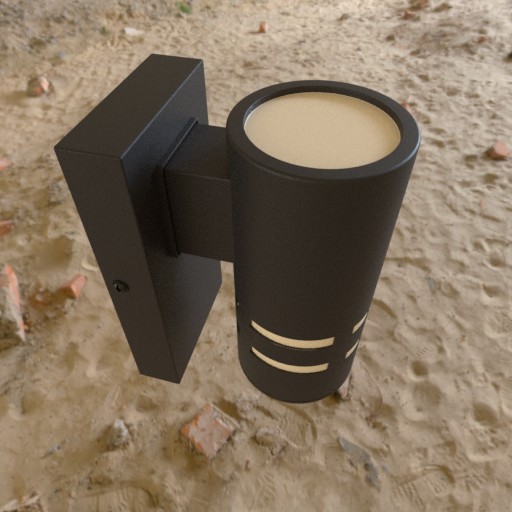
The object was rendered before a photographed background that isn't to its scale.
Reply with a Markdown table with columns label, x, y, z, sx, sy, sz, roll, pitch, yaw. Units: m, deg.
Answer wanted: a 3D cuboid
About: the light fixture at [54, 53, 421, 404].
| label | x | y | z | sx | sy | sz | roll | pitch | yaw |
| --- | --- | --- | --- | --- | --- | --- | --- | --- | --- |
| light fixture | 0.000 | 0.000 | 0.255 | 0.138 | 0.179 | 0.098 | 11 | 48 | 10 |
